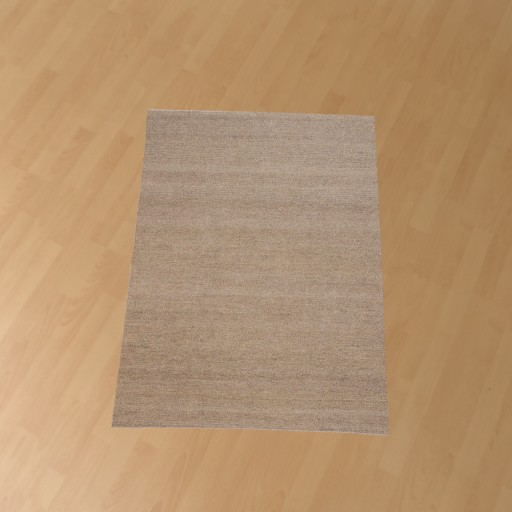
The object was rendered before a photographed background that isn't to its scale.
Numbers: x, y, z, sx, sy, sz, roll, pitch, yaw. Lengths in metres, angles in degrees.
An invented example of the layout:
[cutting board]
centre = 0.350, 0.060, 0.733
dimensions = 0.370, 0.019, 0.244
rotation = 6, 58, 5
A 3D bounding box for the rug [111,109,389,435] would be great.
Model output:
[rug]
centre = 0.000, 0.000, 4.355
dimensions = 2.467, 0.046, 3.245
rotation = 2, 74, 1
